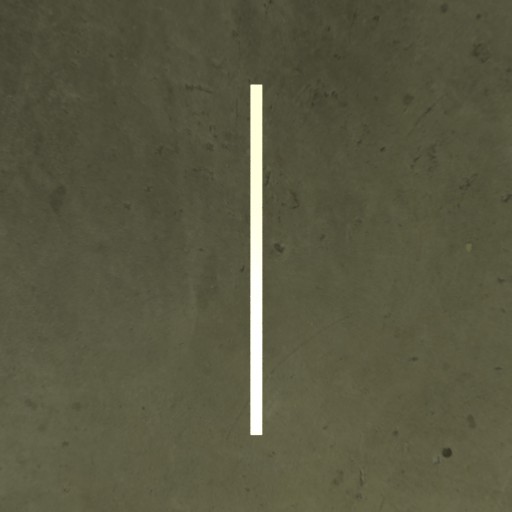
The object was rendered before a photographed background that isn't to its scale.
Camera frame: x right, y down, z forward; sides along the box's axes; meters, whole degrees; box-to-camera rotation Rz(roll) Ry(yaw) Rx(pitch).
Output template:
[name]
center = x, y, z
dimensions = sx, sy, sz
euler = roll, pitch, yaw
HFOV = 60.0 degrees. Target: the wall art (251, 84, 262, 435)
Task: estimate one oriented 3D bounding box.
[wall art]
center = 0.000, 0.000, 0.822
dimensions = 0.013, 0.683, 0.380
euler = 0, 91, 0
